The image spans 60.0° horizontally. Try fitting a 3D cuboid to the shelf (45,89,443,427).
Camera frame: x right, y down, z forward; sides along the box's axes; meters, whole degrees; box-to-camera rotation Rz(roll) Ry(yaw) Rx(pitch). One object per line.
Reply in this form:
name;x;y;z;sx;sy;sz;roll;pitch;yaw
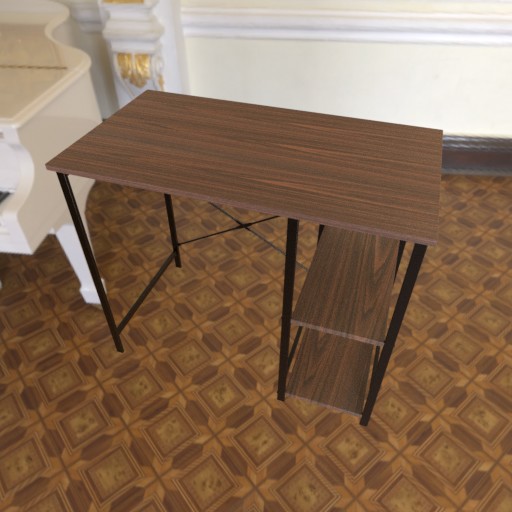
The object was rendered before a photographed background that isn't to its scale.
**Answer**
shelf;0.000;0.000;1.380;0.902;0.750;0.498;13;43;14
